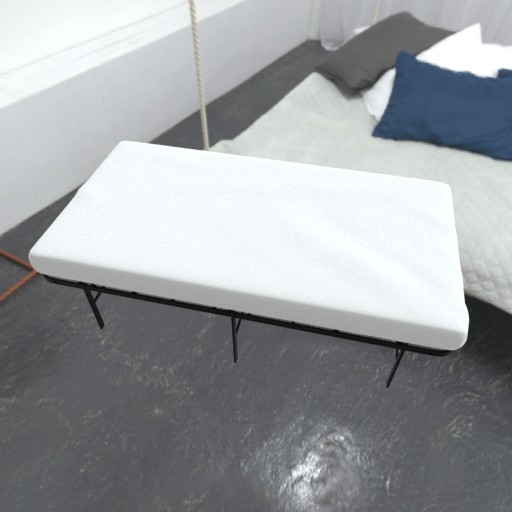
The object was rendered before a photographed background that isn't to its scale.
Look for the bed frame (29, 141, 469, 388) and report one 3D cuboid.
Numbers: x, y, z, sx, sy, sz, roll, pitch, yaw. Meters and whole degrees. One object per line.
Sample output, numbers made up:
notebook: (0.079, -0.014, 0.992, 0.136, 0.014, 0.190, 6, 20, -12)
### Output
bed frame: (0.000, 0.000, 2.340, 1.903, 0.619, 0.989, 9, 47, 9)
